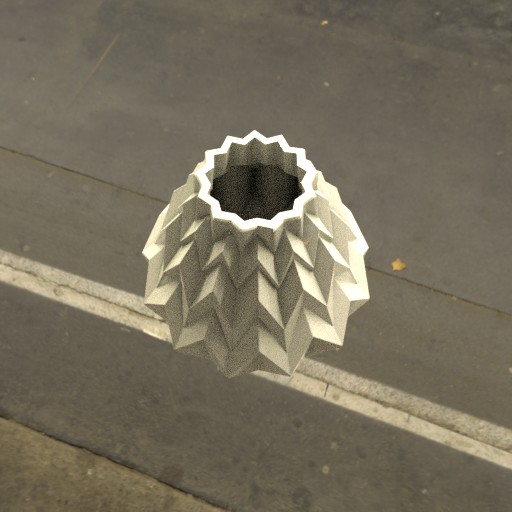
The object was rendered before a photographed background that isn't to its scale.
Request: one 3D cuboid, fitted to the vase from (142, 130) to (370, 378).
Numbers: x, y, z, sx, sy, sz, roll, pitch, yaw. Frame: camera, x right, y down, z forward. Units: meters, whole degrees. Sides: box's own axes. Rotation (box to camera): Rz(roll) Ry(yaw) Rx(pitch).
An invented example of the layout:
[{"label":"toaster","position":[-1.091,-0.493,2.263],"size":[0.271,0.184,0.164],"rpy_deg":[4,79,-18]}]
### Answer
[{"label":"vase","position":[0.000,0.000,0.309],"size":[0.164,0.185,0.164],"rpy_deg":[0,64,0]}]
